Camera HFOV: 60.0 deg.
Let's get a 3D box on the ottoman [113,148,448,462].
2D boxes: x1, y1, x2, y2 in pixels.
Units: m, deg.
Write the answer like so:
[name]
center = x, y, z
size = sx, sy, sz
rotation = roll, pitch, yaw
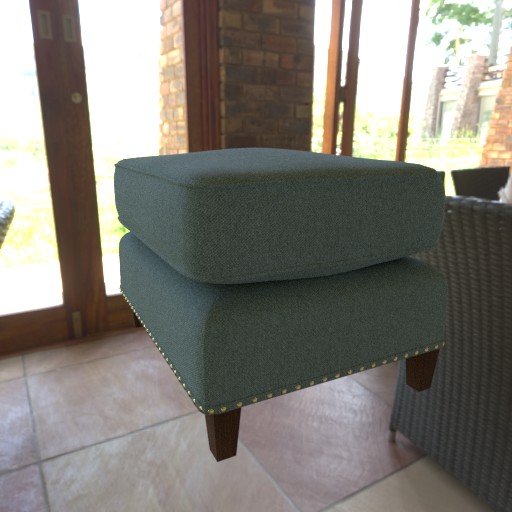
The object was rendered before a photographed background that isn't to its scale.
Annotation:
[ottoman]
center = 0.000, 0.000, 1.130
size = 0.589, 0.537, 0.738
rotation = -8, 17, -26
